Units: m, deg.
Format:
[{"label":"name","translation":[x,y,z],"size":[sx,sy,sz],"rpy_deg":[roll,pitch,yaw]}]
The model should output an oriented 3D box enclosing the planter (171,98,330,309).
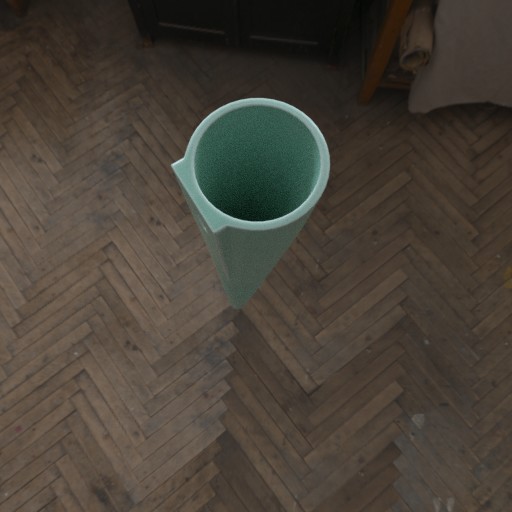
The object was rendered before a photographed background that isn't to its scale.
[{"label":"planter","translation":[0.000,0.000,0.293],"size":[0.055,0.268,0.054],"rpy_deg":[-31,77,-8]}]
